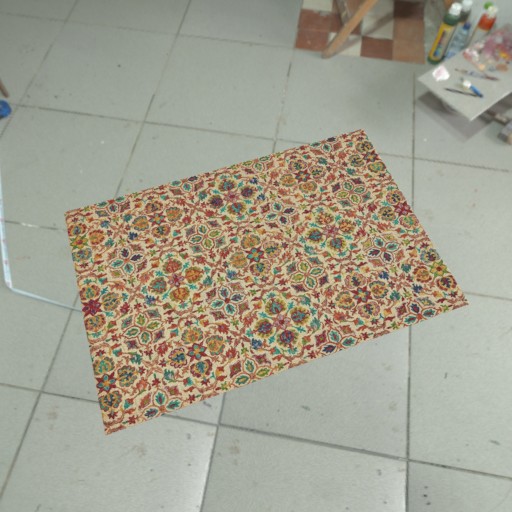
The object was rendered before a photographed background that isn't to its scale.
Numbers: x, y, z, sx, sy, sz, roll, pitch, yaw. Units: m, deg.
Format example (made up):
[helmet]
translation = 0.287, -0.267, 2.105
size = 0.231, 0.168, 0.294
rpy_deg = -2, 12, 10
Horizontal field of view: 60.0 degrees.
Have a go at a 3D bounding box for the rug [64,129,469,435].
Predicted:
[rug]
translation = 0.000, 0.000, 2.345
size = 1.838, 0.013, 1.226
rpy_deg = -18, 64, -9
